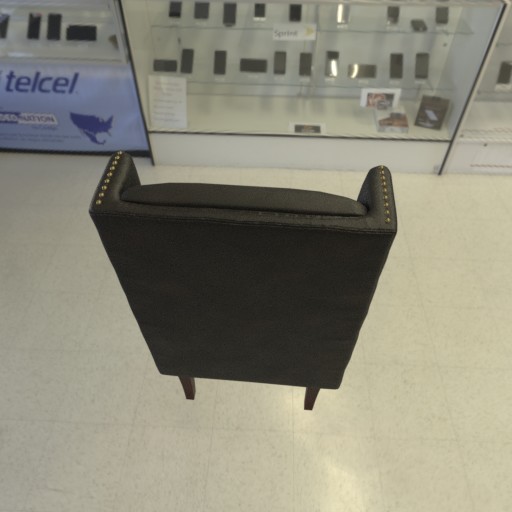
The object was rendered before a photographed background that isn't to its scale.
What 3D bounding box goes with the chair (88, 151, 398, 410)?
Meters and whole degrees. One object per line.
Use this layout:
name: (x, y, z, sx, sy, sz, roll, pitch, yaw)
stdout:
chair: (0.000, 0.000, 1.625, 0.703, 1.142, 0.799, 4, 48, 4)
